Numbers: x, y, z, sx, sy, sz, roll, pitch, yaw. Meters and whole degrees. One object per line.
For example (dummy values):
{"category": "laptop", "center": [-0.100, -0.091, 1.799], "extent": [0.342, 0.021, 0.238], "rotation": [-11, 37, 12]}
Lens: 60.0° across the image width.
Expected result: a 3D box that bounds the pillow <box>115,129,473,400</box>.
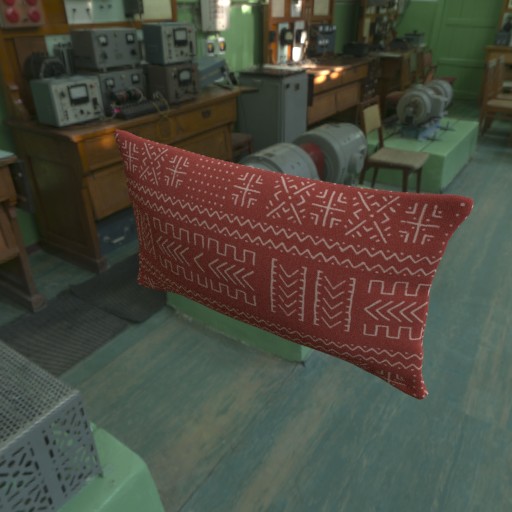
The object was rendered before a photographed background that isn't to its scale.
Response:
{"category": "pillow", "center": [0.000, 0.000, 0.770], "extent": [0.640, 0.352, 0.130], "rotation": [18, 35, 27]}
